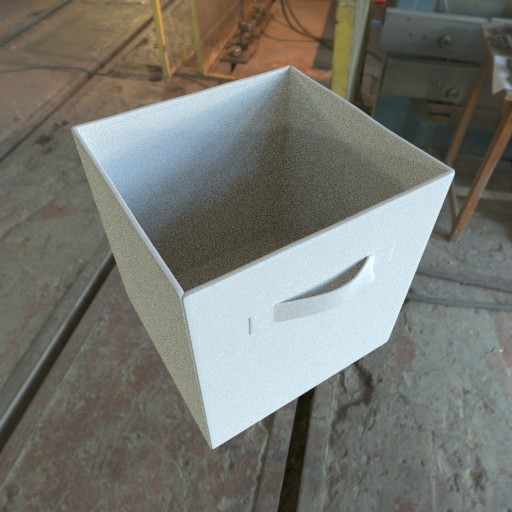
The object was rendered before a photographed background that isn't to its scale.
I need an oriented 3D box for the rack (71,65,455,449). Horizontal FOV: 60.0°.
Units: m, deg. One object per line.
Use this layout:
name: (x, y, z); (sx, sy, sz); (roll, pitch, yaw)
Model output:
rack: (0.000, 0.000, 0.508); (0.270, 0.280, 0.270); (-25, 52, -21)
